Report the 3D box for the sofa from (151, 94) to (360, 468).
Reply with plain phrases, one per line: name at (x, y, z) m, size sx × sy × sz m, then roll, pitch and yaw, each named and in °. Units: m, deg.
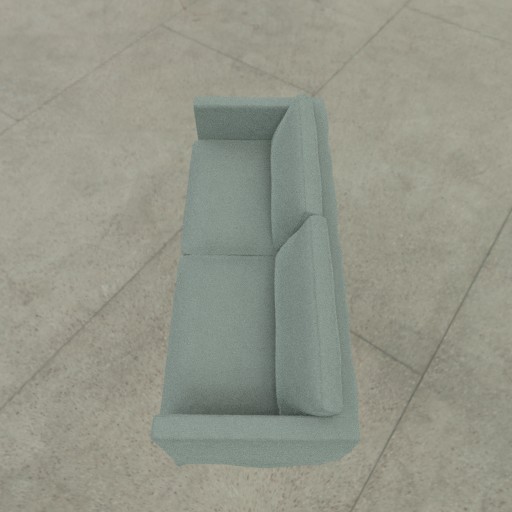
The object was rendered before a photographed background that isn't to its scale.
sofa at (0.000, 0.000, 2.771) m, size 0.962 × 0.853 × 2.312 m, roll 1°, pitch 58°, yaw 0°
